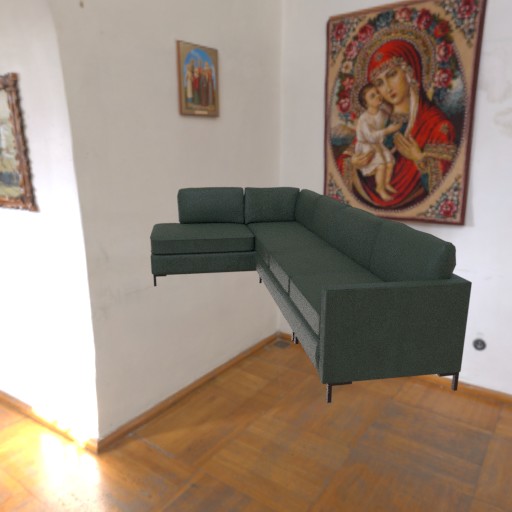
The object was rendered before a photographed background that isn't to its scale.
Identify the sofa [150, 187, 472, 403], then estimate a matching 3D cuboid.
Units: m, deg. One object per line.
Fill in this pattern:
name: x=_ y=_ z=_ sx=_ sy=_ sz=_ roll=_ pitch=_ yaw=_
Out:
sofa: x=0.000 y=0.000 z=4.143 sx=2.048 sy=0.996 sz=3.384 roll=-2 pitch=15 yaw=-9
